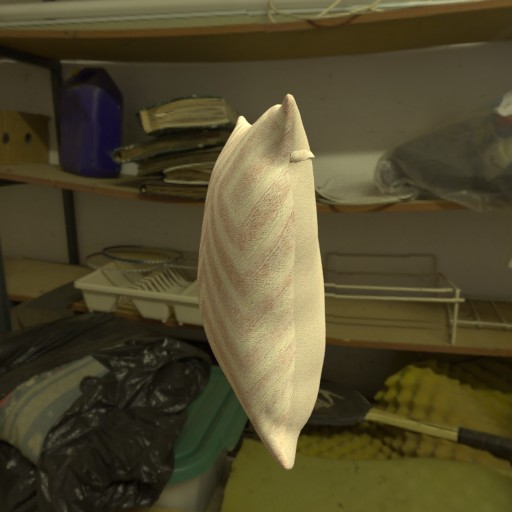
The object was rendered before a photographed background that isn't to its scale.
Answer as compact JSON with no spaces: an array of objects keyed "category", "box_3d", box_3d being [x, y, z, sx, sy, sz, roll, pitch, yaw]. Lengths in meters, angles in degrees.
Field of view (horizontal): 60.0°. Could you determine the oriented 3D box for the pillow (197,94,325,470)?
[{"category":"pillow","box_3d":[0.000,0.000,0.686,0.182,0.441,0.440,-2,14,-8]}]
